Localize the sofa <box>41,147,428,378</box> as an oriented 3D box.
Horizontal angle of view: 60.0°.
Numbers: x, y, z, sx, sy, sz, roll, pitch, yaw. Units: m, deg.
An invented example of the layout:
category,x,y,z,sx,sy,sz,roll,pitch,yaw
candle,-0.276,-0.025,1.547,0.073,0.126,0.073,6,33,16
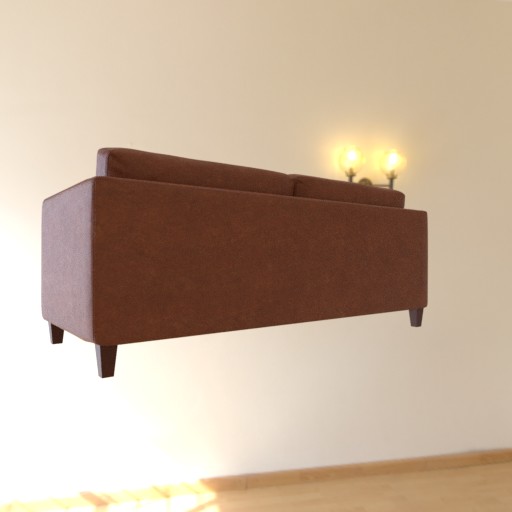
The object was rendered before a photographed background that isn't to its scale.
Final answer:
category,x,y,z,sx,sy,sz,roll,pitch,yaw
sofa,0.000,0.000,2.658,2.204,0.932,0.950,0,0,-37
